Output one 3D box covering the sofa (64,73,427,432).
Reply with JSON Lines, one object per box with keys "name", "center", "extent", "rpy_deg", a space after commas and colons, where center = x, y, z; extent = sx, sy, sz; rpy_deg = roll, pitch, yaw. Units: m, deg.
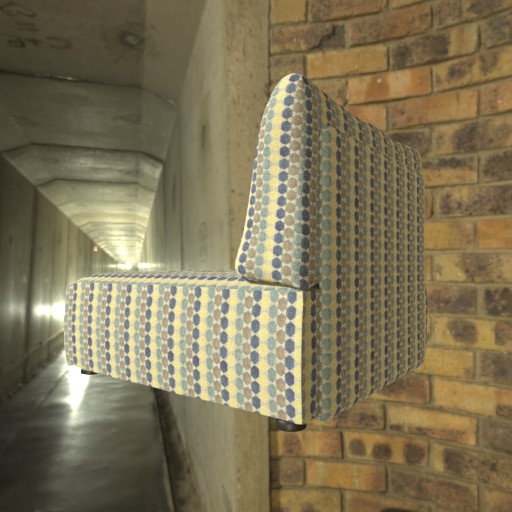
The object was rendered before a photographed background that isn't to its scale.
{"name": "sofa", "center": [0.000, 0.000, 1.632], "extent": [1.000, 0.830, 0.930], "rpy_deg": [-1, -1, 37]}
